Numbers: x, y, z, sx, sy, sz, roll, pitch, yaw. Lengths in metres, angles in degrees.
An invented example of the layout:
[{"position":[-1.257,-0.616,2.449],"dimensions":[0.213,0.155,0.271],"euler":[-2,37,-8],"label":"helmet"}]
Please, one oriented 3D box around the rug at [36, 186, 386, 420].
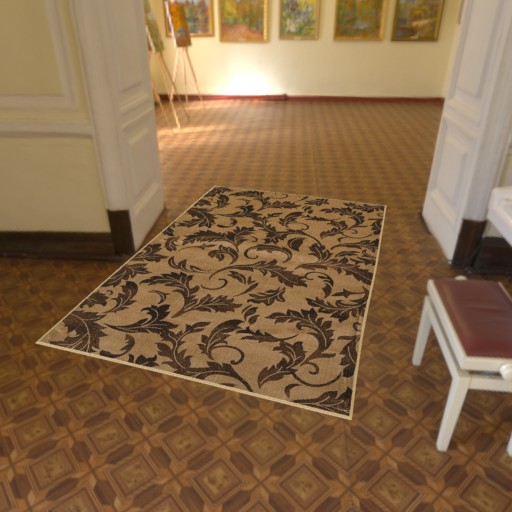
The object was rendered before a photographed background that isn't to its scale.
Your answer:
[{"position":[0.000,0.000,2.886],"dimensions":[1.522,0.008,2.284],"euler":[9,30,15],"label":"rug"}]
